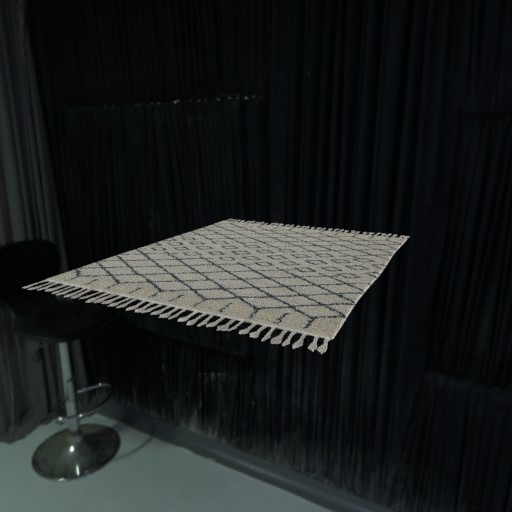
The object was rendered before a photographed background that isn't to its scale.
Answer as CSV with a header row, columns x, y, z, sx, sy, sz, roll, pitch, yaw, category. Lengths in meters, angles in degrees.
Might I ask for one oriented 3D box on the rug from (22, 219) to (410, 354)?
x,y,z,sx,sy,sz,roll,pitch,yaw,category
0.000,0.000,4.246,2.388,0.030,3.213,7,17,25,rug
